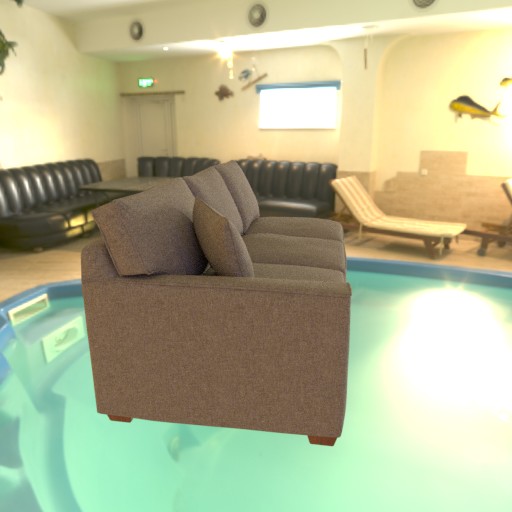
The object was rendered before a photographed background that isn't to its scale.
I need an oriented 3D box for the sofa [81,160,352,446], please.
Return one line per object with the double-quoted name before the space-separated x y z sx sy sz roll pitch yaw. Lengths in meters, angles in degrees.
"sofa" 0.000 0.000 2.544 1.034 0.946 1.963 3 17 9
